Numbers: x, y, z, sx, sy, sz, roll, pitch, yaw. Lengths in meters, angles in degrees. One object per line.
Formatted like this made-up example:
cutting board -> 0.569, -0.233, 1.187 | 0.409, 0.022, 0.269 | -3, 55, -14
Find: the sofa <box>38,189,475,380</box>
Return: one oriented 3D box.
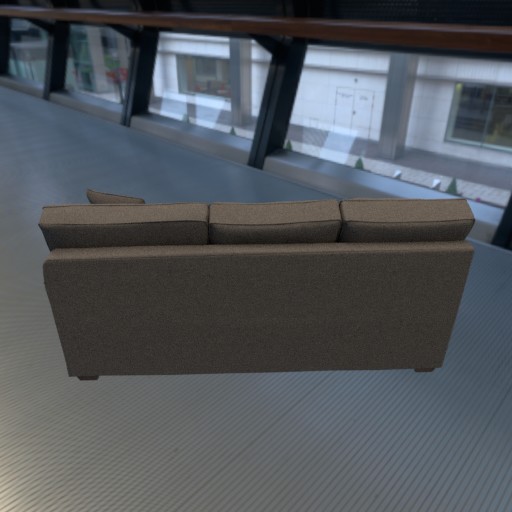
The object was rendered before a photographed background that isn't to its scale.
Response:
sofa -> 0.000, 0.000, 2.529 | 1.963, 0.946, 1.034 | -1, 29, -2
